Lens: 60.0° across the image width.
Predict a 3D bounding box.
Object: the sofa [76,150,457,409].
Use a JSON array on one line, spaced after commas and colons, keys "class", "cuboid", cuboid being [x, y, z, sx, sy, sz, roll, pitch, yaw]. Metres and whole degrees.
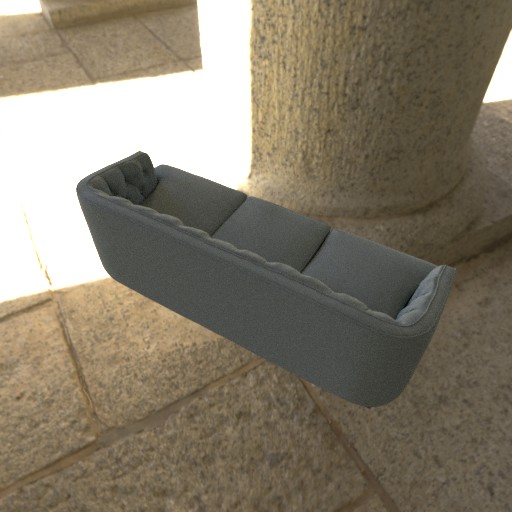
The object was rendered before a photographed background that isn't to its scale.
[{"class": "sofa", "cuboid": [0.000, 0.000, 2.827, 2.278, 0.855, 0.941, 23, 51, 21]}]
